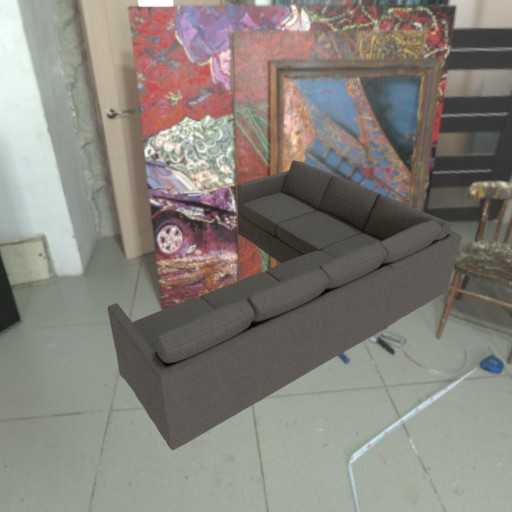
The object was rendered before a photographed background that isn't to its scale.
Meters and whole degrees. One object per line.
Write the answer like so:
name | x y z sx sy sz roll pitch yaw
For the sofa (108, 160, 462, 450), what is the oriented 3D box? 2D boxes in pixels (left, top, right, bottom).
sofa | 0.000 0.000 4.416 3.182 0.871 2.432 -20 36 -30
